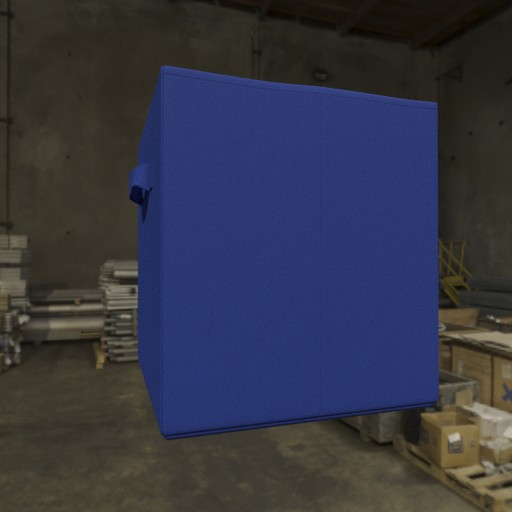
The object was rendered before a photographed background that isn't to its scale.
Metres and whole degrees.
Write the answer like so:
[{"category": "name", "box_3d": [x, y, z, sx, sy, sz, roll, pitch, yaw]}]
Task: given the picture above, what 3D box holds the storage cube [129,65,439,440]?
[{"category": "storage cube", "box_3d": [0.000, 0.000, 0.489, 0.270, 0.280, 0.270, 0, -1, -19]}]
